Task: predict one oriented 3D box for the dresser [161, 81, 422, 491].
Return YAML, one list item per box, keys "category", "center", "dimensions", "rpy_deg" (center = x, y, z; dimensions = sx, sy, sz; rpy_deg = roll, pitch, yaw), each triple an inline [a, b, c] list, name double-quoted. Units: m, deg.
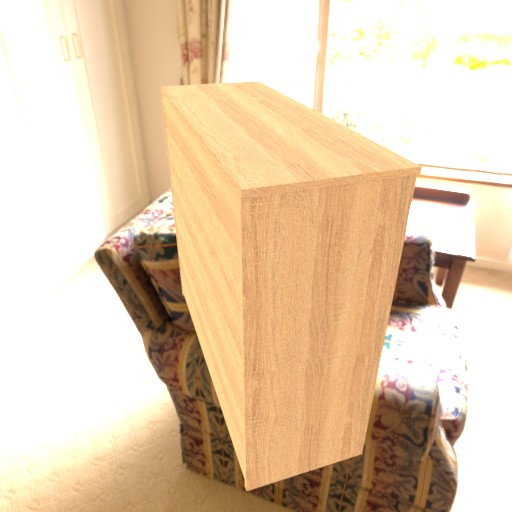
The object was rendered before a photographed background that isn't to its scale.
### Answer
- category: "dresser"
  center: [0.000, 0.000, 1.443]
  dimensions: [0.380, 0.900, 0.980]
  rpy_deg: [-10, 32, -16]
